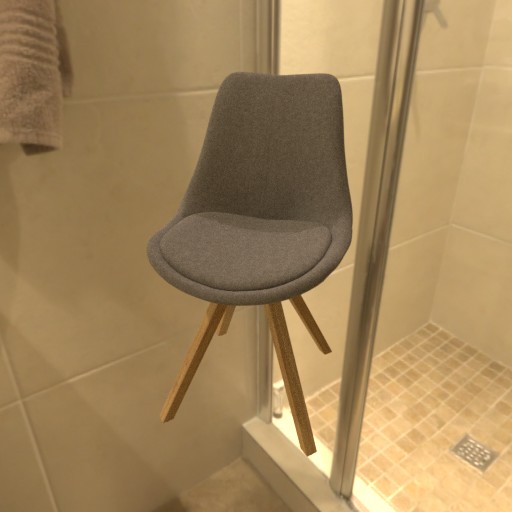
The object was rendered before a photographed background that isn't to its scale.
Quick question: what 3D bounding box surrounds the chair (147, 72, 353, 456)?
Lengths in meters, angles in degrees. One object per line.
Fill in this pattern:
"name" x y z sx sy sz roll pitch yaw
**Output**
"chair" 0.000 0.000 1.173 0.483 0.865 0.550 7 27 14
